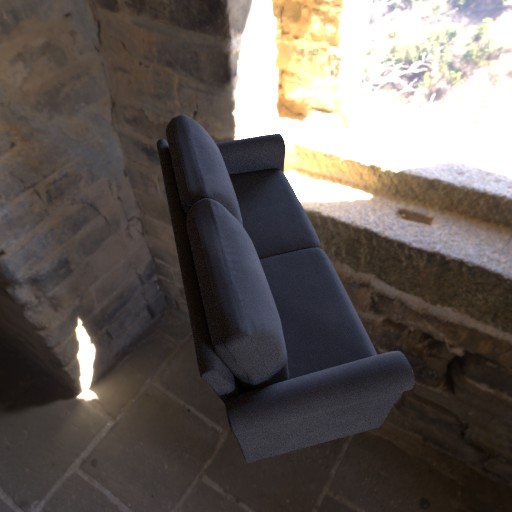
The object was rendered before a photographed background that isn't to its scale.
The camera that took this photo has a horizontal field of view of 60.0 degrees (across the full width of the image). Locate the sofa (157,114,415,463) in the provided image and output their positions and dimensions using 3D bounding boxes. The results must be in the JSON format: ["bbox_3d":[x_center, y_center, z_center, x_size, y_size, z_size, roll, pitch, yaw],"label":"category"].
[{"bbox_3d":[0.000,0.000,2.450,0.842,0.942,1.935,-11,47,-10],"label":"sofa"}]
